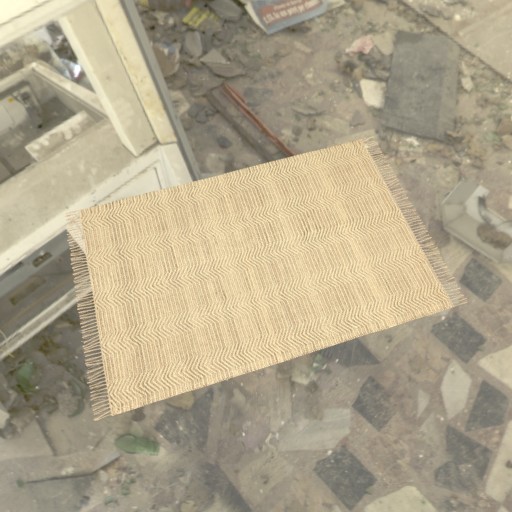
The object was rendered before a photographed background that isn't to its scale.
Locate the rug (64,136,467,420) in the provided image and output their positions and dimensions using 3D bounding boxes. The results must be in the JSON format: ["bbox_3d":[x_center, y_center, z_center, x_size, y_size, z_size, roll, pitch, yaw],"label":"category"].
[{"bbox_3d":[0.000,0.000,2.506,2.021,0.027,1.224,-16,64,-8],"label":"rug"}]
